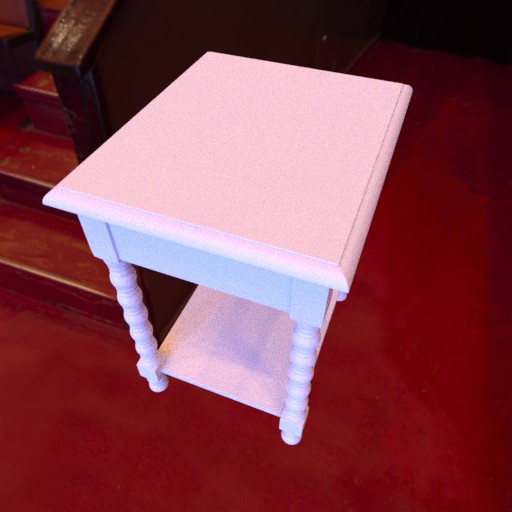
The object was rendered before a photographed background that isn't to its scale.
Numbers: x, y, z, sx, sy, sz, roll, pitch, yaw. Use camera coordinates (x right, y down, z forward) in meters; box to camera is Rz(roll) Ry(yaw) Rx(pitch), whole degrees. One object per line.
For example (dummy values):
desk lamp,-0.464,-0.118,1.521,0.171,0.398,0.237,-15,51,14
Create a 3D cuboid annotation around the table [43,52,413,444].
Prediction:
table,0.000,0.000,0.821,0.381,0.531,0.460,16,49,15
